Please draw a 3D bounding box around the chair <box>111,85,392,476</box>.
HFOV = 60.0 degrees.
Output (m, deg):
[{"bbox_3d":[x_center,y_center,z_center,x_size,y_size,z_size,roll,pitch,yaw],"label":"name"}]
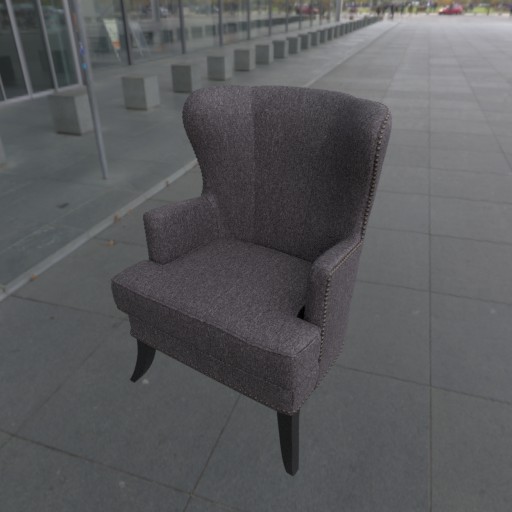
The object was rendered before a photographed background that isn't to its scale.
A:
[{"bbox_3d":[0.000,0.000,1.597,0.759,1.060,0.758,18,34,29],"label":"chair"}]
